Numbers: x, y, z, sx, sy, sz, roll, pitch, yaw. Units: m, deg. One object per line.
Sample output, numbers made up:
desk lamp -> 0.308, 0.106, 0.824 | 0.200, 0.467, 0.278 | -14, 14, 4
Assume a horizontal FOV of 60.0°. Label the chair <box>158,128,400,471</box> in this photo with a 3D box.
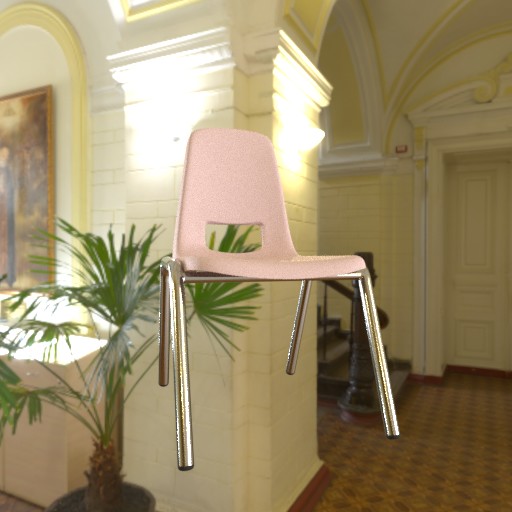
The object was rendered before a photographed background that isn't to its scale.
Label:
chair -> 0.000, 0.000, 0.847 | 0.354, 0.586, 0.423 | 0, 1, -18
